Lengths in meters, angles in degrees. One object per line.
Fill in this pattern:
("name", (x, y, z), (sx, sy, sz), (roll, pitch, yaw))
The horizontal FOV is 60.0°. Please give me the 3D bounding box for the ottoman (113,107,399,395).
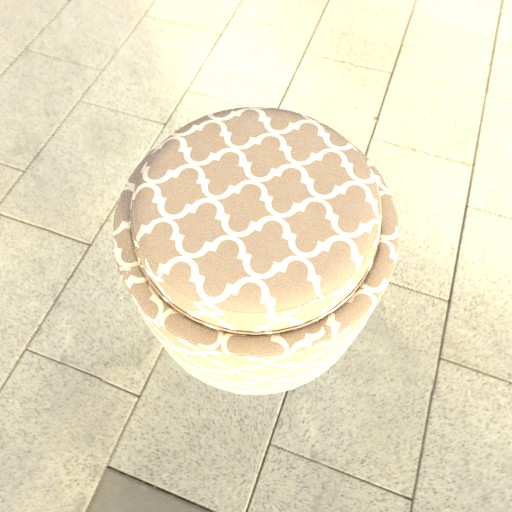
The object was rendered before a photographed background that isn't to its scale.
("ottoman", (0.000, 0.000, 0.862), (0.480, 0.429, 0.480), (0, 63, 0))
